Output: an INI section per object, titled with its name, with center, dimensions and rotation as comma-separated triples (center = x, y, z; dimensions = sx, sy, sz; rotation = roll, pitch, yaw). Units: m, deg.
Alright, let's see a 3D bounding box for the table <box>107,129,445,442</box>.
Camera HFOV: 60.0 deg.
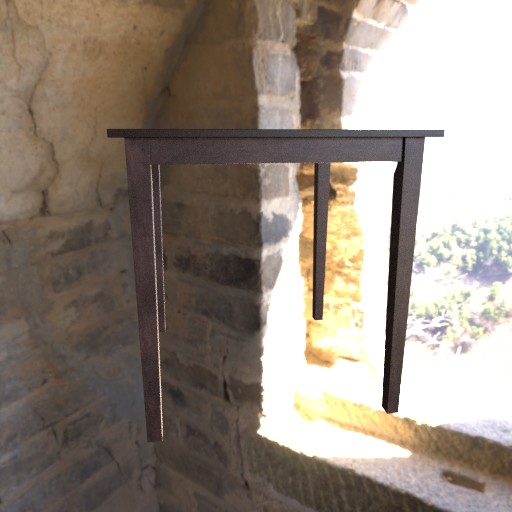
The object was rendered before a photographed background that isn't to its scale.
[table]
center = 0.000, 0.000, 1.413
dimensions = 0.749, 0.770, 0.749
rotation = -3, 16, -10
